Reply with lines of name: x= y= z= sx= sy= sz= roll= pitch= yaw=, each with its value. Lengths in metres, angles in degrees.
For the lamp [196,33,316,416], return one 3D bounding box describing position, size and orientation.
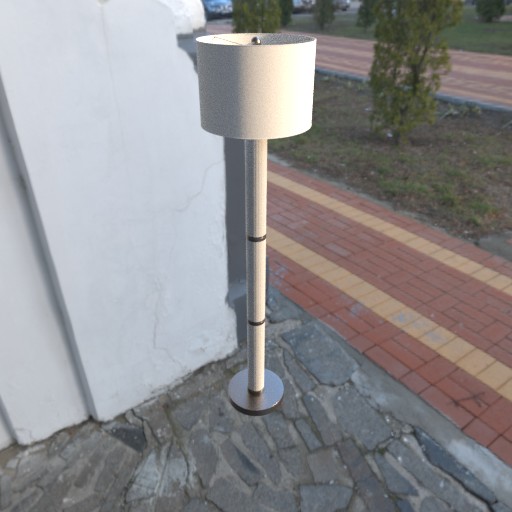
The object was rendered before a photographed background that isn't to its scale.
lamp: x=0.000 y=0.000 z=1.796 sx=0.377 sy=1.599 sz=0.377 roll=-10 pitch=33 yaw=-16
